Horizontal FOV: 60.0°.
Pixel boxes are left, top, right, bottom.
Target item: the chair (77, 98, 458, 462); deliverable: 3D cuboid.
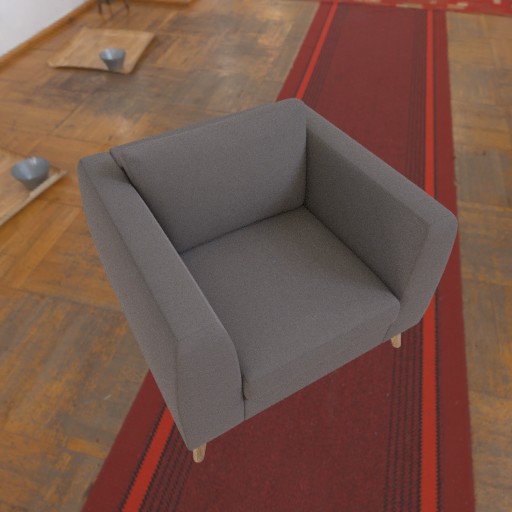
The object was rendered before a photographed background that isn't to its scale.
[{"bbox_3d":[0.000,0.000,1.652,1.000,0.860,0.930,-23,50,-20],"label":"chair"}]
